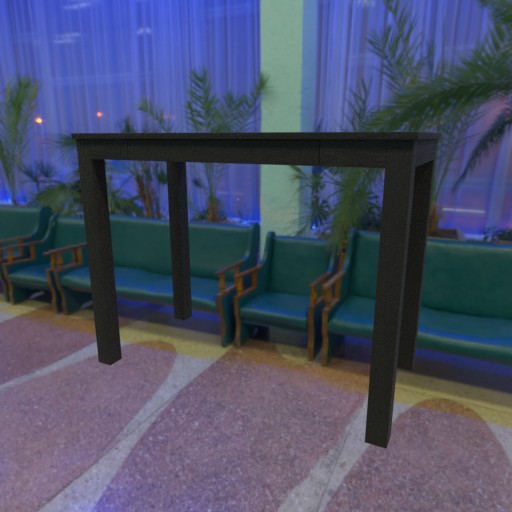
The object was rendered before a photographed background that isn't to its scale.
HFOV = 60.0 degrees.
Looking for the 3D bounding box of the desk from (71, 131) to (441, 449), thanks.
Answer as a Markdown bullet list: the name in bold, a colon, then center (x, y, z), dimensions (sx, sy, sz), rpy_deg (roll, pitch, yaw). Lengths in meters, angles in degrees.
- **desk**: center (0.000, 0.000, 1.427), dimensions (0.991, 0.762, 0.499), rpy_deg (8, 17, 26)
